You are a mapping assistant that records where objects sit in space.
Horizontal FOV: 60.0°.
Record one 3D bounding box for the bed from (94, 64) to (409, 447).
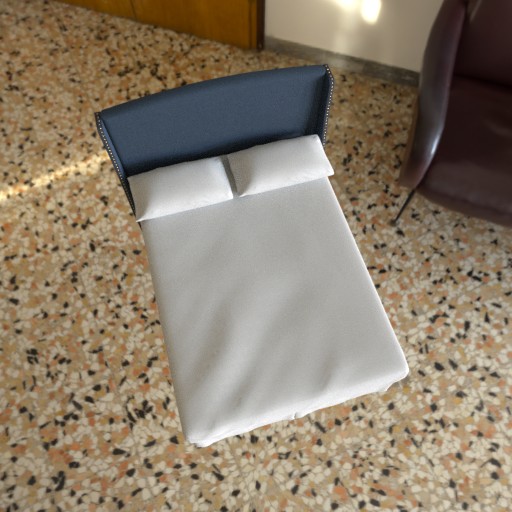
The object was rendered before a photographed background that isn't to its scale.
[{"bbox_3d":[0.000,0.000,3.272,1.710,1.407,2.237,-14,65,-7],"label":"bed"}]
